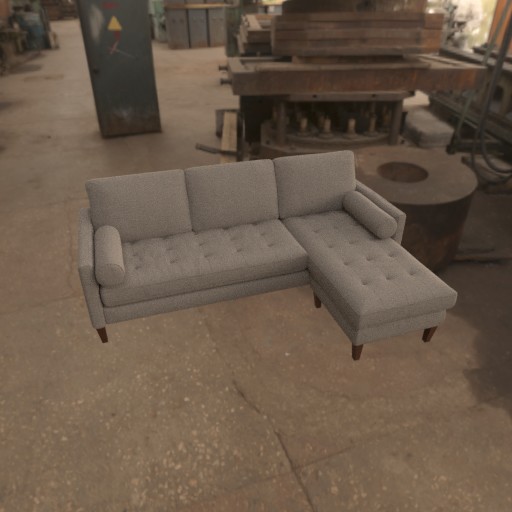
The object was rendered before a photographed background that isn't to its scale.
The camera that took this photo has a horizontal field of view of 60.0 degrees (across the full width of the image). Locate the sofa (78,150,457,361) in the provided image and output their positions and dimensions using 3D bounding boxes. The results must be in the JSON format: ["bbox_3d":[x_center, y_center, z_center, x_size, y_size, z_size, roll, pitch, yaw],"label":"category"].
[{"bbox_3d":[0.000,0.000,2.933,2.178,0.875,1.506,-10,33,-16],"label":"sofa"}]
